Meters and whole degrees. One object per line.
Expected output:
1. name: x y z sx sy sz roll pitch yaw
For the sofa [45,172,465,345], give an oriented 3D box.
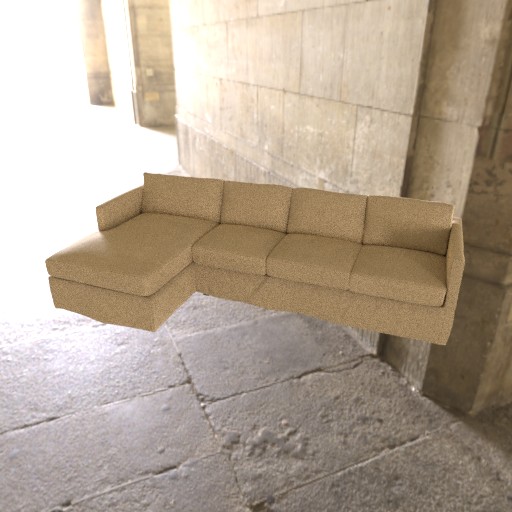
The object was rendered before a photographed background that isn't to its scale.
1. sofa: 0.000 0.000 3.788 3.205 0.922 1.650 10 27 19
